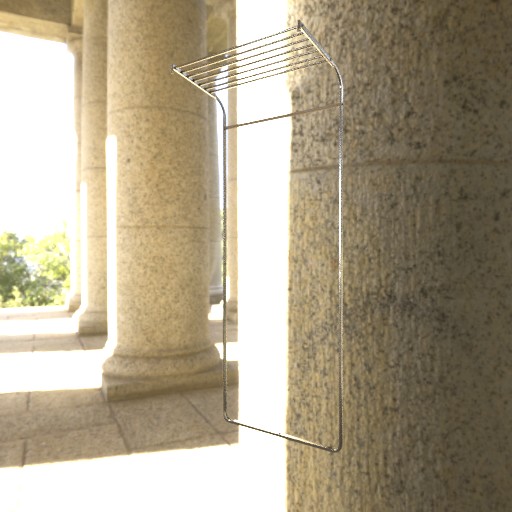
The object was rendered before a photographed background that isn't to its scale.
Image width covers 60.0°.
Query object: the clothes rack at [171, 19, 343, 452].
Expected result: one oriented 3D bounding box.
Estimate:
[{"bbox_3d":[0.000,0.000,1.793,0.609,1.574,0.349,1,1,35],"label":"clothes rack"}]
